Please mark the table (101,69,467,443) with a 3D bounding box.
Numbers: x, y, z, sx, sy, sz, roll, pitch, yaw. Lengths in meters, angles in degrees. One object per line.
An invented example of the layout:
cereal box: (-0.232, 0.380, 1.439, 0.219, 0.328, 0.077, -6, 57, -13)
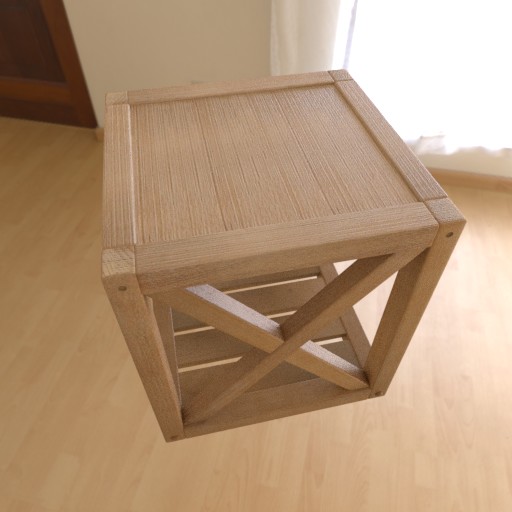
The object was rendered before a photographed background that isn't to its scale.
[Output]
table: (0.000, 0.000, 1.054, 0.559, 0.610, 0.558, -9, 48, -8)
